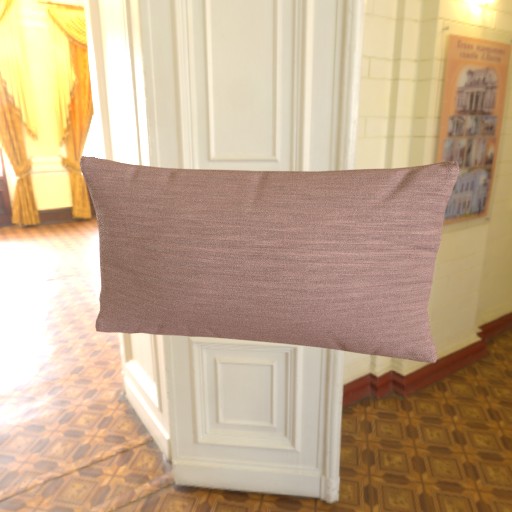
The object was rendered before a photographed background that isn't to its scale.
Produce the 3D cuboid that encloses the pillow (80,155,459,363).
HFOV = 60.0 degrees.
[{"bbox_3d":[0.000,0.000,0.779,0.633,0.338,0.210,3,17,10],"label":"pillow"}]
